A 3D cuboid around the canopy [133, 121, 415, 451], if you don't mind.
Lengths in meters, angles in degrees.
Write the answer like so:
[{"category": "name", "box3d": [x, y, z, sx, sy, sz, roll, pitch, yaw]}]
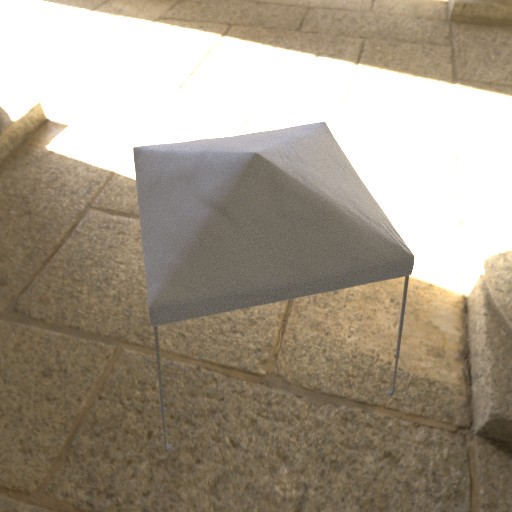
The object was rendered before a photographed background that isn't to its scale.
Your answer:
[{"category": "canopy", "box3d": [0.000, 0.000, 6.554, 3.599, 3.600, 3.600, -10, 48, -9]}]
